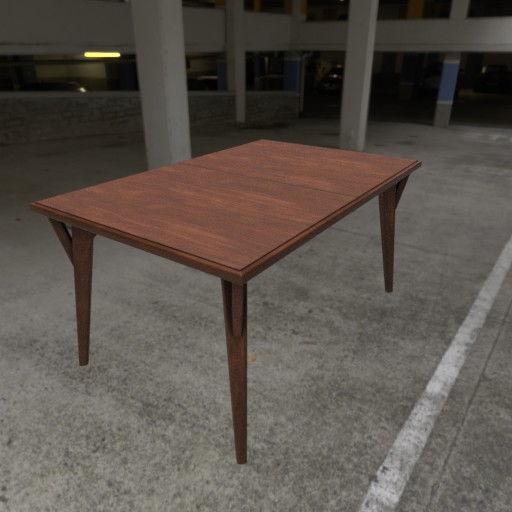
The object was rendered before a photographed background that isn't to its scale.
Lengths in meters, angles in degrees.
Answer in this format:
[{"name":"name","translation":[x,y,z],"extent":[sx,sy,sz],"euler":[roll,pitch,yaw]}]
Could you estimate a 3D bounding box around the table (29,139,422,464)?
[{"name":"table","translation":[0.000,0.000,2.111],"extent":[0.990,0.761,1.524],"euler":[17,30,31]}]
